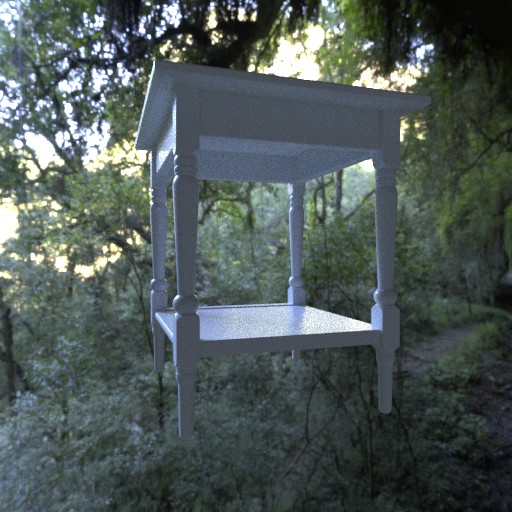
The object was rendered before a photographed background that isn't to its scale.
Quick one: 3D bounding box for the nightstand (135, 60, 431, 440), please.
[{"bbox_3d":[0.000,0.000,0.921,0.459,0.555,0.505,0,1,-18],"label":"nightstand"}]
